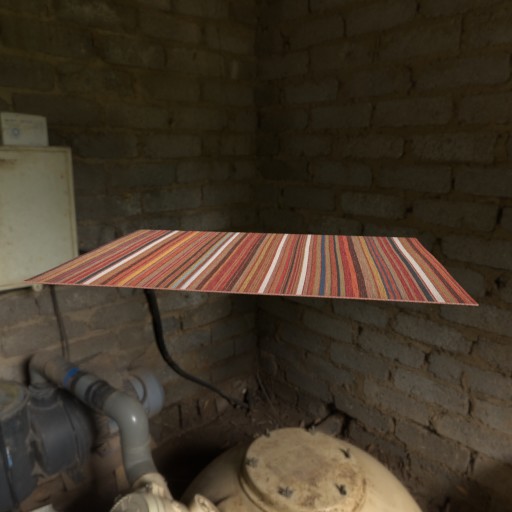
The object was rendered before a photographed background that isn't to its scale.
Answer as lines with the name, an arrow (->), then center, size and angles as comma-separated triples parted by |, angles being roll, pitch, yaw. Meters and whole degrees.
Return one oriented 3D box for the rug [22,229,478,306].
rug -> 0.000, 0.000, 2.322 | 1.828, 0.007, 1.217 | 2, 14, 9
